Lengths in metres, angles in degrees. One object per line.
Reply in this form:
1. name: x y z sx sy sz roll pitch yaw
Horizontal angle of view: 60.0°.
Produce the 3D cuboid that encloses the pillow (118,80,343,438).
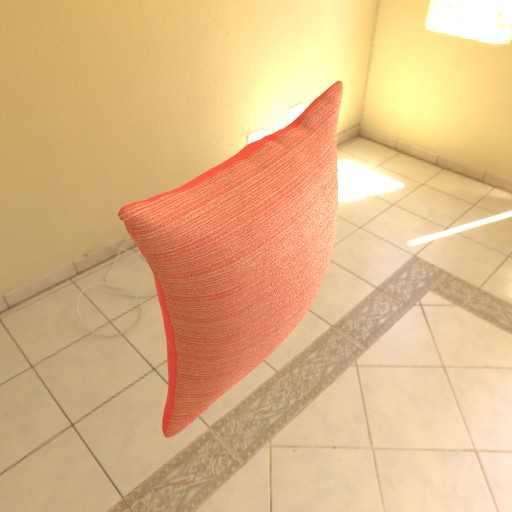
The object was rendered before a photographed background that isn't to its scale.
1. pillow: 0.000 0.000 0.828 0.229 0.501 0.559 25 46 27
